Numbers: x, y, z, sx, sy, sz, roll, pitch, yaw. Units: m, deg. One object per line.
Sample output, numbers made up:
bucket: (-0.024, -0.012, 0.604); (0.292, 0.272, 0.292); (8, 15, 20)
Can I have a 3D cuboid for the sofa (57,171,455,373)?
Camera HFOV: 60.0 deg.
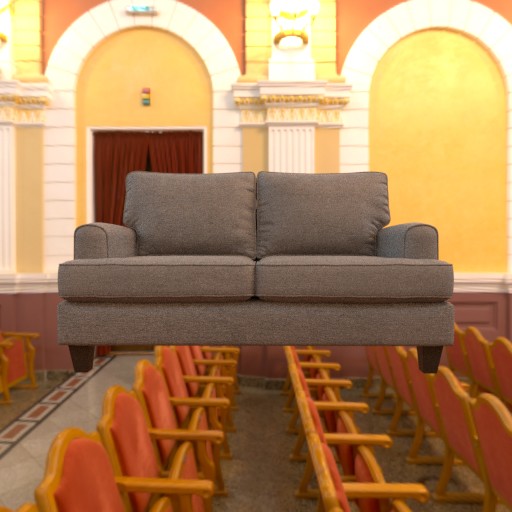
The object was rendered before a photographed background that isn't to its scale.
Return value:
sofa: (0.000, 0.000, 2.245); (1.651, 0.965, 0.965); (0, 1, 1)
